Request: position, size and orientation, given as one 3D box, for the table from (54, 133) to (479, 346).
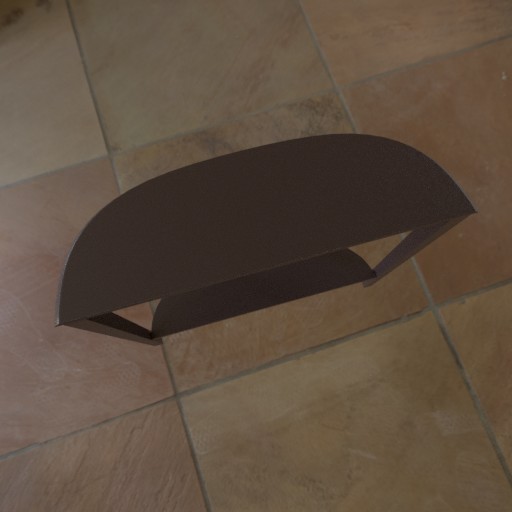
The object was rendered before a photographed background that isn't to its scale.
[{"bbox_3d":[0.000,0.000,1.332,0.909,0.831,0.274,-15,76,-4],"label":"table"}]
